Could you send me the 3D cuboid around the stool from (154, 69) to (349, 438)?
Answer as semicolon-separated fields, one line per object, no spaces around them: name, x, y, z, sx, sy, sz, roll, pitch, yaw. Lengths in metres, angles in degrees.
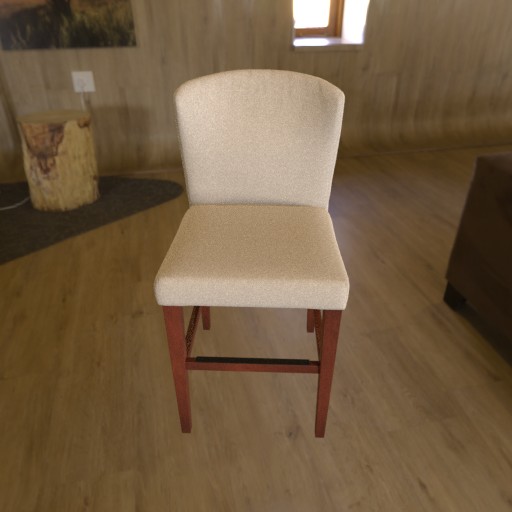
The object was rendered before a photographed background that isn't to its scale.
stool;0.000;0.000;1.326;0.479;0.968;0.568;1;30;2
